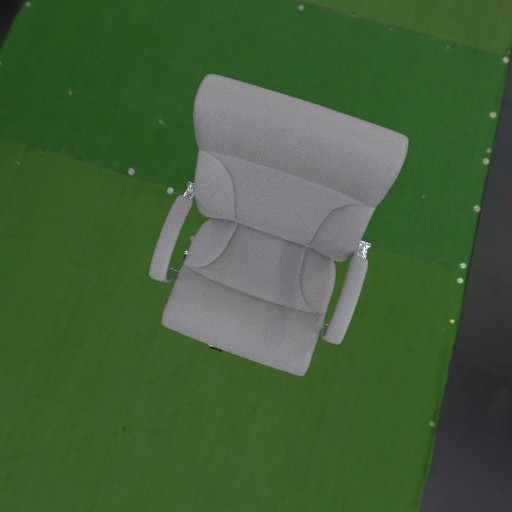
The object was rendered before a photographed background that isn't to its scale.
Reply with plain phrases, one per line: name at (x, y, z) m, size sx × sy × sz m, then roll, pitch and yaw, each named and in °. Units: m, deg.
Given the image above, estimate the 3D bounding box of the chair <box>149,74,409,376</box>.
chair at (0.000, 0.000, 1.600) m, size 0.727 × 1.099 × 0.745 m, roll 19°, pitch 78°, yaw 4°
